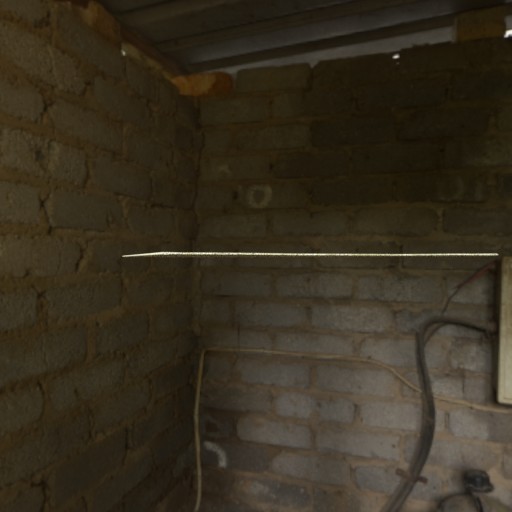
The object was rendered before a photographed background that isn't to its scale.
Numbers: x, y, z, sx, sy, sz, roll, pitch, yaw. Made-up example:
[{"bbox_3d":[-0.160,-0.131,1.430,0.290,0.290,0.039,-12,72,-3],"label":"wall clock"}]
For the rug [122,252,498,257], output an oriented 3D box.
[{"bbox_3d":[0.000,0.000,2.140,1.143,0.010,1.758,0,0,-20],"label":"rug"}]
